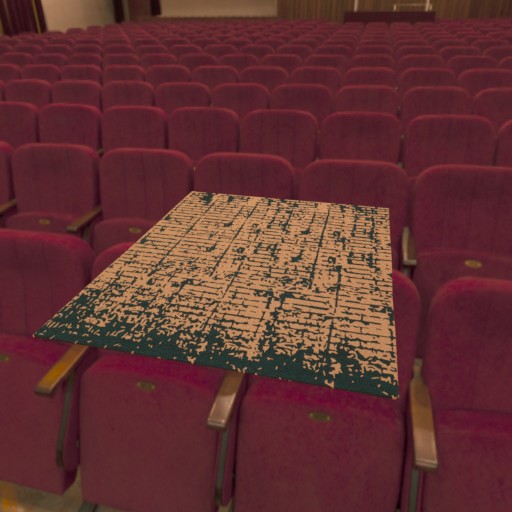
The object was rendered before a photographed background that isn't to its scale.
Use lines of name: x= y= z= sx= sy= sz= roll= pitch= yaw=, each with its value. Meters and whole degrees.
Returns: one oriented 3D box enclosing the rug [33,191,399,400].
rug: x=0.000 y=0.000 z=4.073 sx=2.416 sy=0.014 sz=3.017 roll=7 pitch=28 yaw=12
